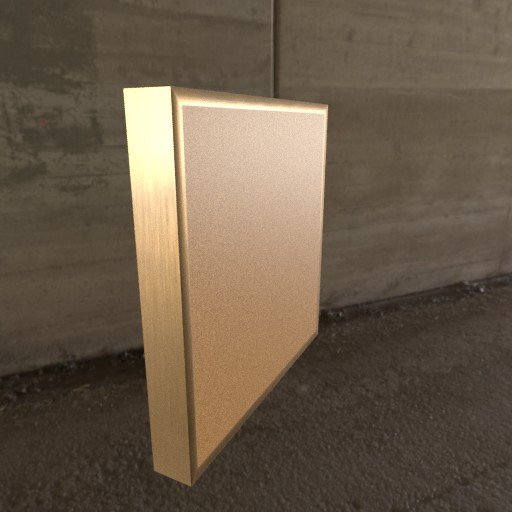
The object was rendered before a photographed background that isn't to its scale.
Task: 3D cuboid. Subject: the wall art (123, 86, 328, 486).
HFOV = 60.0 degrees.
[{"bbox_3d":[0.000,0.000,0.453,0.038,0.303,0.305,8,19,26],"label":"wall art"}]
